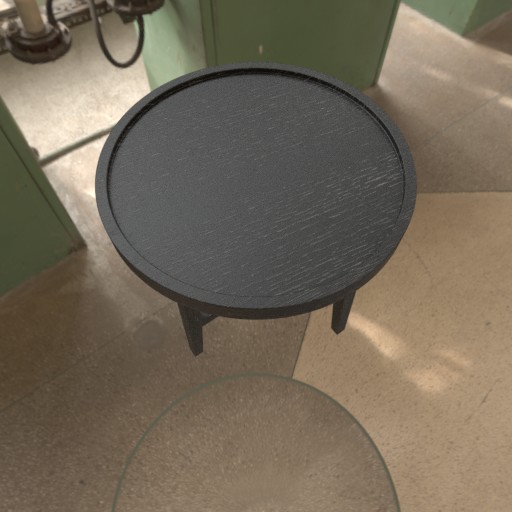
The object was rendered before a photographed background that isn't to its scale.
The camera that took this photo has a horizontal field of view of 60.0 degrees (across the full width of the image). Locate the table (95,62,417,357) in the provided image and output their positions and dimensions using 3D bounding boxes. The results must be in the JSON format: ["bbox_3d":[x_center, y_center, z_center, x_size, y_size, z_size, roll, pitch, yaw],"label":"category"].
[{"bbox_3d":[0.000,0.000,0.755,0.399,0.460,0.399,0,59,0],"label":"table"}]
